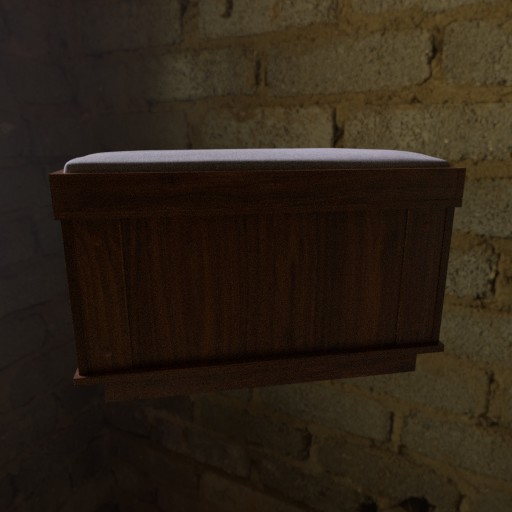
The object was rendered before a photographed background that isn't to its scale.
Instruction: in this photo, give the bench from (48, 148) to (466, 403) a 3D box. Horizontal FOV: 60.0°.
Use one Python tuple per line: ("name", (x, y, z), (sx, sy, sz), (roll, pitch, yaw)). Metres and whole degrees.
("bench", (0.000, 0.000, 0.989), (0.734, 0.461, 0.362), (-3, 16, -10))
